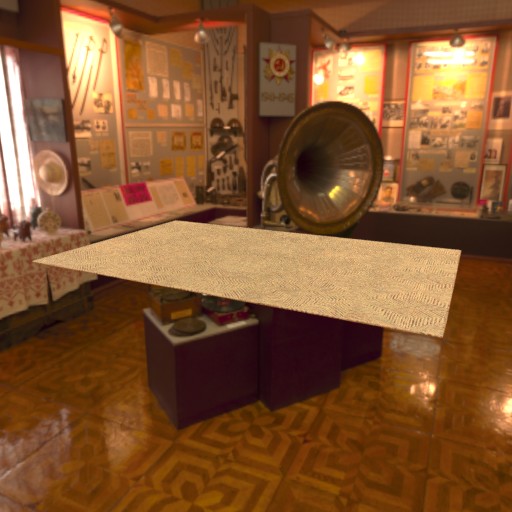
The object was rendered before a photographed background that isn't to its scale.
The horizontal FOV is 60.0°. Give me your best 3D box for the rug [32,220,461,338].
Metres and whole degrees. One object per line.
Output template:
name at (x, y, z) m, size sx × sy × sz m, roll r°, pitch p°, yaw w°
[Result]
rug at (0.000, 0.000, 2.945) m, size 2.428 × 0.007 × 1.519 m, roll 8°, pitch 17°, yaw 25°
